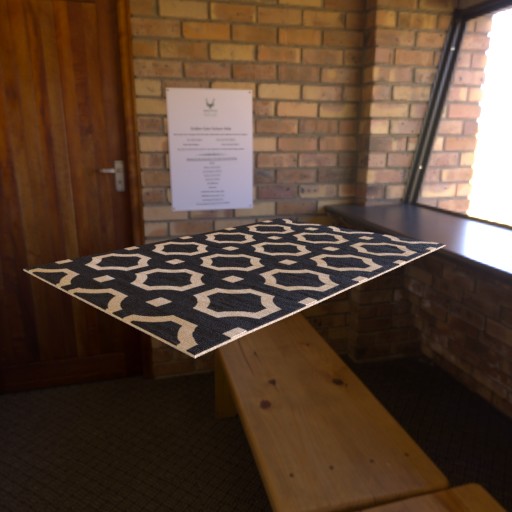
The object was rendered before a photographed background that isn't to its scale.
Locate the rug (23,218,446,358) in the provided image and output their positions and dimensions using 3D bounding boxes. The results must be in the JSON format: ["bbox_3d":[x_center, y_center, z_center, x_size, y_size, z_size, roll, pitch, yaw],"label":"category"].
[{"bbox_3d":[0.000,0.000,2.856,1.555,0.016,2.286,14,20,41],"label":"rug"}]
